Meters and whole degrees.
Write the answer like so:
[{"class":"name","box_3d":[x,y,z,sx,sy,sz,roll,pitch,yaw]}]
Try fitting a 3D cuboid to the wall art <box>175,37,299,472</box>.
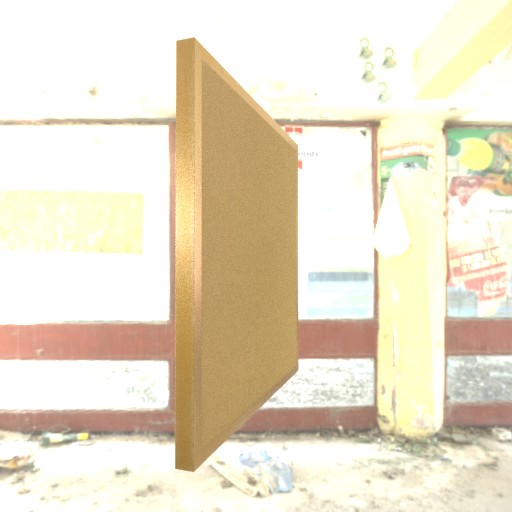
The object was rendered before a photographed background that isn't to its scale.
[{"class":"wall art","box_3d":[0.000,0.000,1.139,0.037,0.760,0.762,0,-1,19]}]
